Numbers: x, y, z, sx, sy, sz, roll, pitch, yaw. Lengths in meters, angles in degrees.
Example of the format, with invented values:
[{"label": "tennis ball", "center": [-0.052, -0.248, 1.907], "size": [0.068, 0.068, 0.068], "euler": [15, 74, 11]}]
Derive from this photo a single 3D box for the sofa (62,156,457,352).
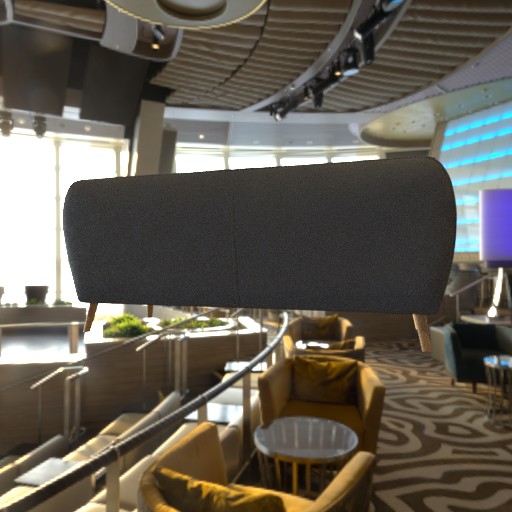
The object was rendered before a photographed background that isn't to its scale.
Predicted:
[{"label": "sofa", "center": [0.000, 0.000, 2.474], "size": [1.975, 0.832, 0.841], "euler": [0, -1, 18]}]
